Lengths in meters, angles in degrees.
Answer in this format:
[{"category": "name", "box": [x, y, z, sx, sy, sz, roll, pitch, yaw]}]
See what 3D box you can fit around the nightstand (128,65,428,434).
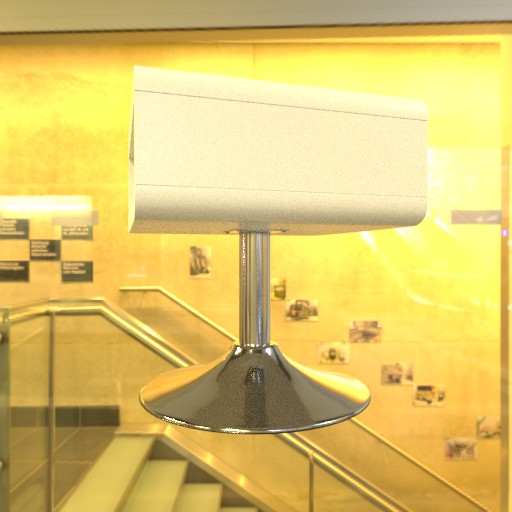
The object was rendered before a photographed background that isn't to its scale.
[{"category": "nightstand", "box": [0.000, 0.000, 0.743, 0.404, 0.447, 0.399, 0, 0, -17]}]
